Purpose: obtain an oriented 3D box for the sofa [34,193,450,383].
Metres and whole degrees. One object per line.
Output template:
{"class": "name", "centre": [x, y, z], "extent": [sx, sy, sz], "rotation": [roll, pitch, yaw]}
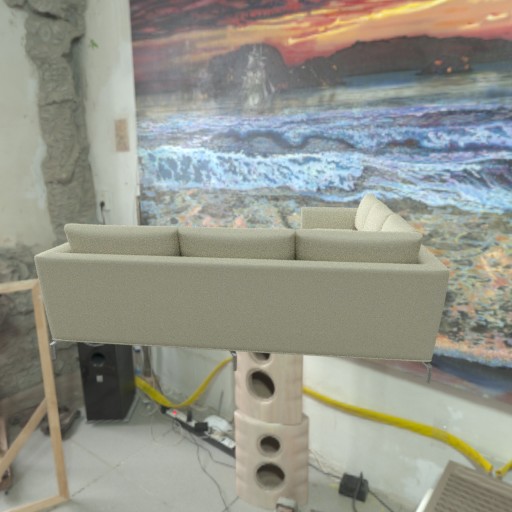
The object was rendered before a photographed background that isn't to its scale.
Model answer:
{"class": "sofa", "centre": [0.000, 0.000, 3.761], "extent": [2.448, 0.867, 2.430], "rotation": [2, 14, 7]}
